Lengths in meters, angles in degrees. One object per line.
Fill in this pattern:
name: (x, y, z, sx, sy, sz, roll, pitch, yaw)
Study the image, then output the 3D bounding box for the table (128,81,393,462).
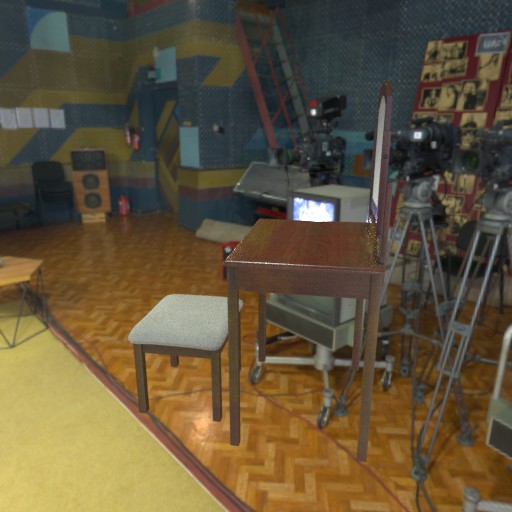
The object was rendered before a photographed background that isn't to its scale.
table: (0.000, 0.000, 2.240, 1.211, 1.631, 0.876, 3, 17, 10)
